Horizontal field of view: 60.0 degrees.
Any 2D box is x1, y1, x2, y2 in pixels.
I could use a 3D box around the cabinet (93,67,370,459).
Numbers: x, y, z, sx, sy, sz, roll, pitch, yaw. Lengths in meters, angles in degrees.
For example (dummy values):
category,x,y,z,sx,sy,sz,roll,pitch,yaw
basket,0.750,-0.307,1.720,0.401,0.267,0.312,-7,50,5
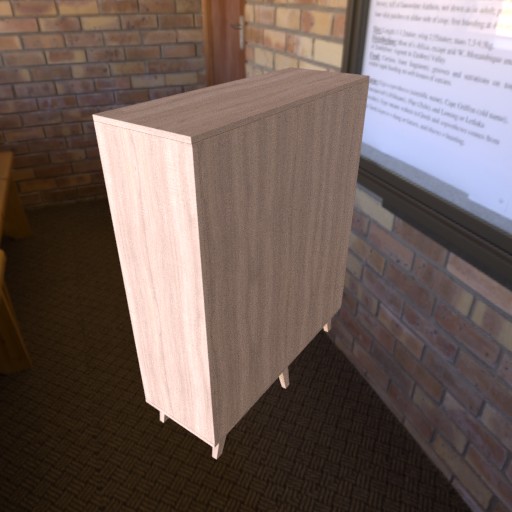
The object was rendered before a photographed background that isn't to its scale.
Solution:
category,x,y,z,sx,sy,sz,roll,pitch,yaw
cabinet,0.000,0.000,1.960,0.398,1.388,1.111,20,37,30
